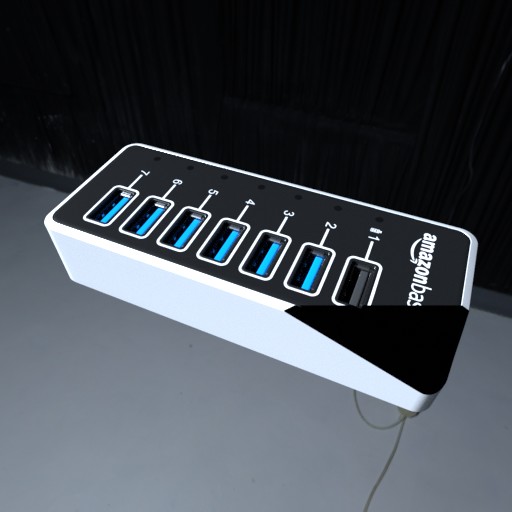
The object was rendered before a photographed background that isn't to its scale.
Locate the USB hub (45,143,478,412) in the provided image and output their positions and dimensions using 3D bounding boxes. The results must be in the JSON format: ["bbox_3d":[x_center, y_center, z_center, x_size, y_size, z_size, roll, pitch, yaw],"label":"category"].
[{"bbox_3d":[0.000,0.000,0.126,0.110,0.023,0.044,18,50,16],"label":"USB hub"}]
